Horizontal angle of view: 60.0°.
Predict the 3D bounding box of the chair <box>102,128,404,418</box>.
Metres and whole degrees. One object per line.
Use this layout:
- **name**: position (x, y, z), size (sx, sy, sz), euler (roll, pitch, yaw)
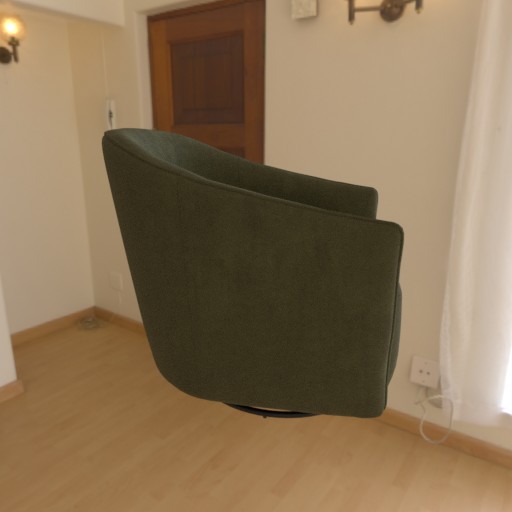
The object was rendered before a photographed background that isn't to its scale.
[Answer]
- **chair**: position (0.000, 0.000, 1.437), size (0.875, 0.799, 0.747), euler (3, 16, 10)
